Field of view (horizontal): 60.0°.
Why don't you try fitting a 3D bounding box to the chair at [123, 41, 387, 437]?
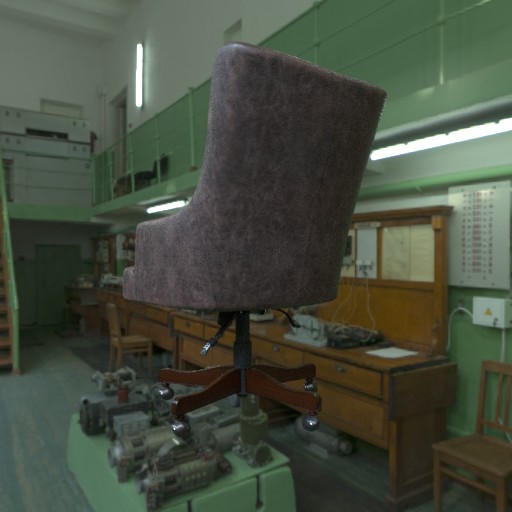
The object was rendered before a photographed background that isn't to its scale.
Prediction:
[{"bbox_3d":[0.000,0.000,1.441,0.641,1.035,0.762,0,0,-36],"label":"chair"}]
